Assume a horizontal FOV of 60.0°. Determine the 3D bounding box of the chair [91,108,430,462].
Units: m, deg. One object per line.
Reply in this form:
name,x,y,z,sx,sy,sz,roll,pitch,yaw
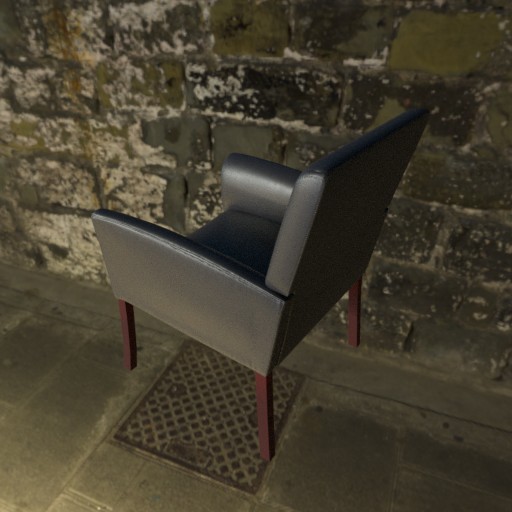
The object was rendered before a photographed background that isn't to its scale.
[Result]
chair,0.000,0.000,1.469,0.772,0.951,0.683,21,37,30
